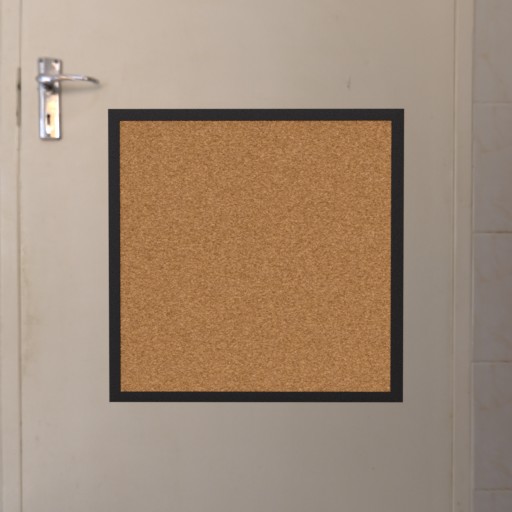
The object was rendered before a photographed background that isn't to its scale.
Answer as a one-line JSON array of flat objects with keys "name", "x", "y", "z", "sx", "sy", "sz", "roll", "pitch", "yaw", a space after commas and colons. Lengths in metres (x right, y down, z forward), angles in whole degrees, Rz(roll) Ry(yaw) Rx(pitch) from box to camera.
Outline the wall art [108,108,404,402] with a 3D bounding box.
[{"name": "wall art", "x": 0.000, "y": 0.000, "z": 0.778, "sx": 0.506, "sy": 0.503, "sz": 0.036, "roll": 0, "pitch": 1, "yaw": 0}]
